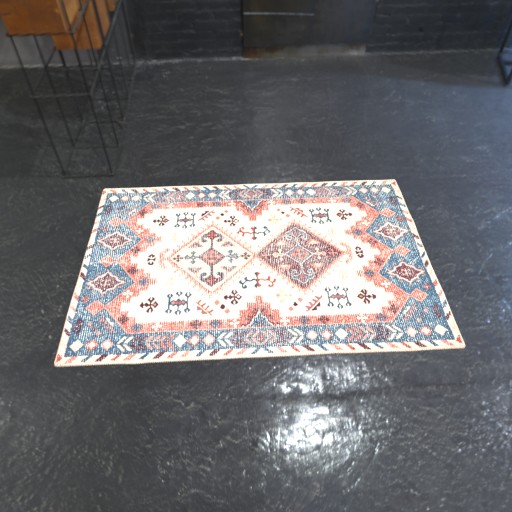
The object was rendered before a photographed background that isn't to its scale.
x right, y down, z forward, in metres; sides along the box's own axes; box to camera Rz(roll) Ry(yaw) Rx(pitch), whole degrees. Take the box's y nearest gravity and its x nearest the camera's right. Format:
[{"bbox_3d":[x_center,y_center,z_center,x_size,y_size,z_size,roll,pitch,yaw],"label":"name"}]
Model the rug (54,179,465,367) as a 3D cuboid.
[{"bbox_3d":[0.000,0.000,2.373,1.840,0.015,1.225,-2,48,-2],"label":"rug"}]
